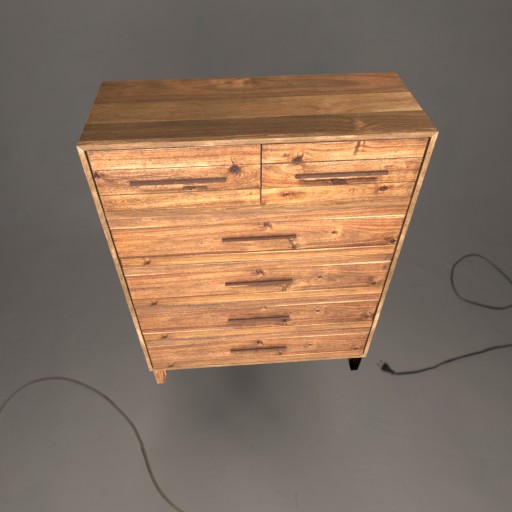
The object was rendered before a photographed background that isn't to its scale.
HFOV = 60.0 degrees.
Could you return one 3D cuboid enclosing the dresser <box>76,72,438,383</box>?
[{"bbox_3d":[0.000,0.000,1.936,1.062,1.393,0.442,-3,45,-3],"label":"dresser"}]
